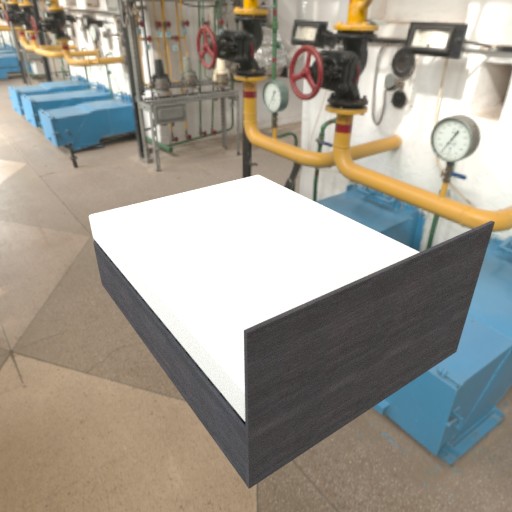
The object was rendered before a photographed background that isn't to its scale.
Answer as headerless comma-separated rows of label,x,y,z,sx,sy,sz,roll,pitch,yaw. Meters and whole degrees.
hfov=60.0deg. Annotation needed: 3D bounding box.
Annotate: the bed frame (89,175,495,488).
bed frame,0.000,0.000,2.600,1.400,0.800,1.900,-19,35,-30
